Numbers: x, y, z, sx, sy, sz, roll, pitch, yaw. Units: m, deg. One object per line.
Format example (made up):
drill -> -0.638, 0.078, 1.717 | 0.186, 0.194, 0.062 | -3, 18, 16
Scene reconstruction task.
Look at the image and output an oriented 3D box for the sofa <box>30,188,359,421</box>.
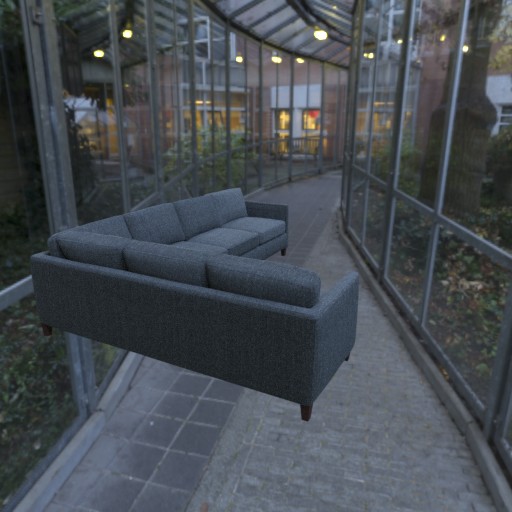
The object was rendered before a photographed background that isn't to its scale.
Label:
sofa -> 0.000, 0.000, 4.550 | 2.593, 0.947, 3.302 | 9, 19, 27
